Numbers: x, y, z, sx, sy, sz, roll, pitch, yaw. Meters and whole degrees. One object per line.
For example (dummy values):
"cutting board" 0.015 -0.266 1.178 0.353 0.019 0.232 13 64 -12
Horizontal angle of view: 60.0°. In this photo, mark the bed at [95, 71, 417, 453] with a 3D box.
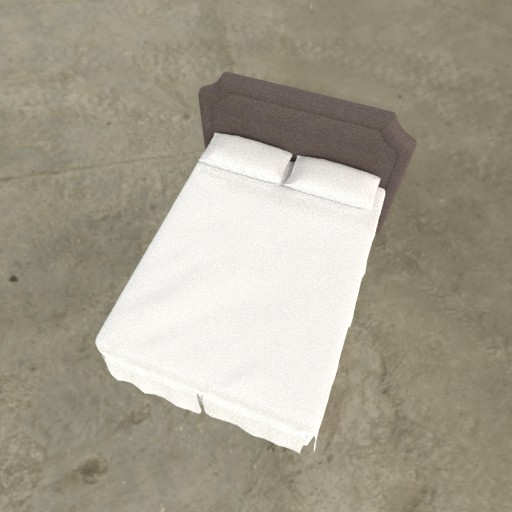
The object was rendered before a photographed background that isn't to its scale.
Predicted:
"bed" 0.000 0.000 3.178 1.693 1.290 2.116 18 61 10
